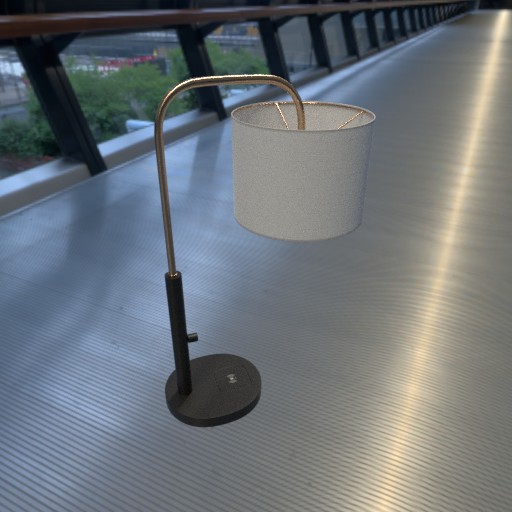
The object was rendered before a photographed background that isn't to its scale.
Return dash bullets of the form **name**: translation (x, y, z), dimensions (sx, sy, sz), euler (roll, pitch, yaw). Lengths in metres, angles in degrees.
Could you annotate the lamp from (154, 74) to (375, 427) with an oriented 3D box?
- **lamp**: translation (0.000, 0.000, 0.706), dimensions (0.337, 0.540, 0.199), euler (-10, 30, -17)
